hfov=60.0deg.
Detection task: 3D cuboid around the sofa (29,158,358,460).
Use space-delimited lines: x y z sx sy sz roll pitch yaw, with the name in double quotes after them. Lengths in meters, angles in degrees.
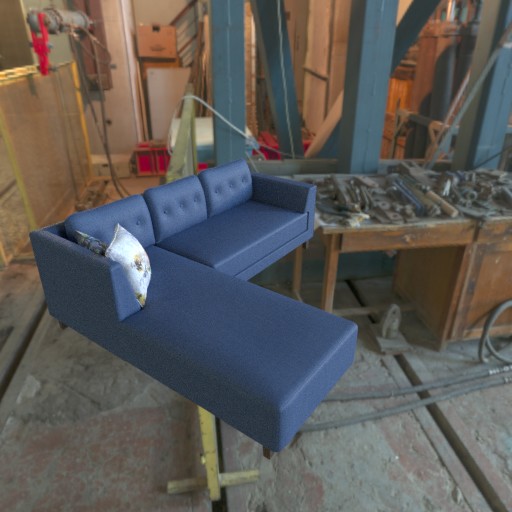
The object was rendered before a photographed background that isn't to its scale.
0.000 0.000 3.058 1.829 0.787 2.120 19 33 32 "sofa"
